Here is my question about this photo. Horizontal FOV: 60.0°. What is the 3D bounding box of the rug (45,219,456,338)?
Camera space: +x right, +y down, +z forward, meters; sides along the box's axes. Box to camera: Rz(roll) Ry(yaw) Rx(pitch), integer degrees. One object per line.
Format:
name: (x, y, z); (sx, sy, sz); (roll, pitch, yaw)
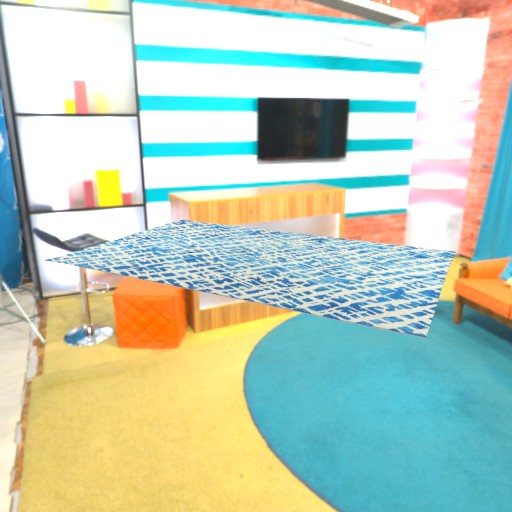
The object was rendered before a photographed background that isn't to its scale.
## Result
rug: (0.000, 0.000, 3.090); (2.447, 0.011, 1.520); (8, 18, 27)
